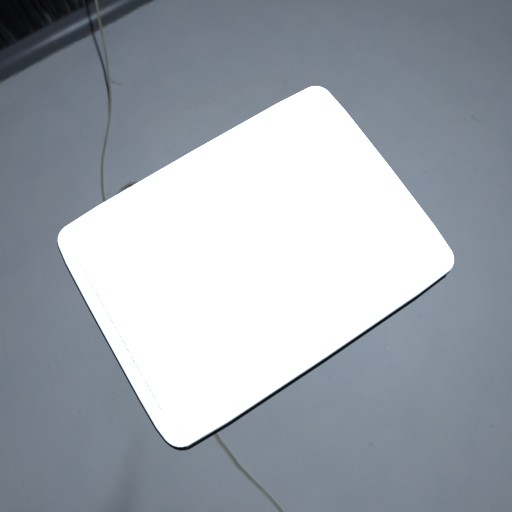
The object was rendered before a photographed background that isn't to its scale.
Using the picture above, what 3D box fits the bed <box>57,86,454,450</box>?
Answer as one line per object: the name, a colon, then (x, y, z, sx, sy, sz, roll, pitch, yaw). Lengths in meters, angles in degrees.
bed: (0.000, 0.000, 2.764, 2.036, 0.460, 1.520, -32, 78, -8)
